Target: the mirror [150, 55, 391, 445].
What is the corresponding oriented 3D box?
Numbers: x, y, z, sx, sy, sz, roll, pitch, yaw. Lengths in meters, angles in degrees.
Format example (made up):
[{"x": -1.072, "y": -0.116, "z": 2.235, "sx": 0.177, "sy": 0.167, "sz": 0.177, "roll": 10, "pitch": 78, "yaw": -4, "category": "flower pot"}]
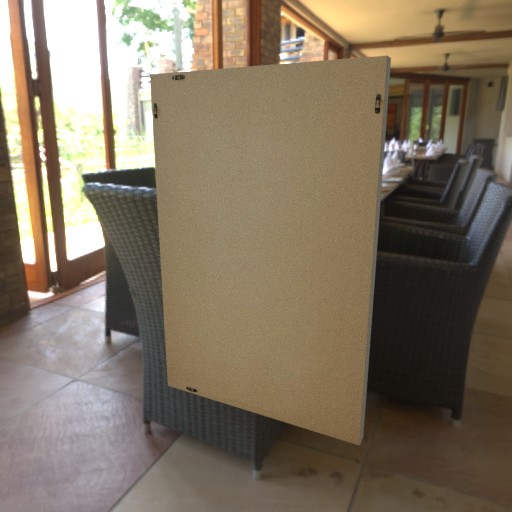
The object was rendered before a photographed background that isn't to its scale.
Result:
[{"x": 0.000, "y": 0.000, "z": 1.155, "sx": 0.609, "sy": 0.915, "sz": 0.040, "roll": 8, "pitch": 17, "yaw": 26, "category": "mirror"}]
